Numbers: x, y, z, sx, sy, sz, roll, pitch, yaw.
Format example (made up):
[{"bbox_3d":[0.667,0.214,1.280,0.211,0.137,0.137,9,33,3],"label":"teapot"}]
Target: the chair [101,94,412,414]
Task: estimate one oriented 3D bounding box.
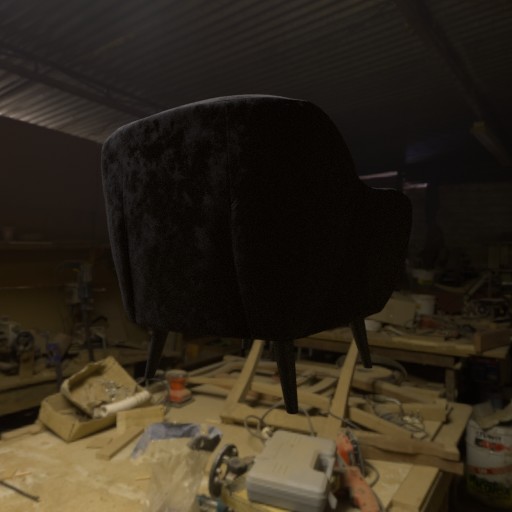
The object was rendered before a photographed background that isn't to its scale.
[{"bbox_3d":[0.000,0.000,1.497,0.840,0.807,0.819,1,1,35],"label":"chair"}]
